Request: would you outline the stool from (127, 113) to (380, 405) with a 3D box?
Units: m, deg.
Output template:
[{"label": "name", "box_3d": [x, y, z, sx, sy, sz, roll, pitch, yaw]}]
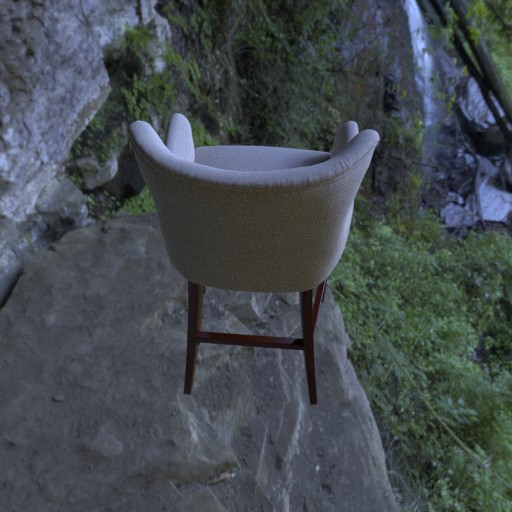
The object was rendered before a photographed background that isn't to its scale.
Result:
[{"label": "stool", "box_3d": [0.000, 0.000, 1.378, 0.556, 1.034, 0.563, 4, 47, 3]}]
